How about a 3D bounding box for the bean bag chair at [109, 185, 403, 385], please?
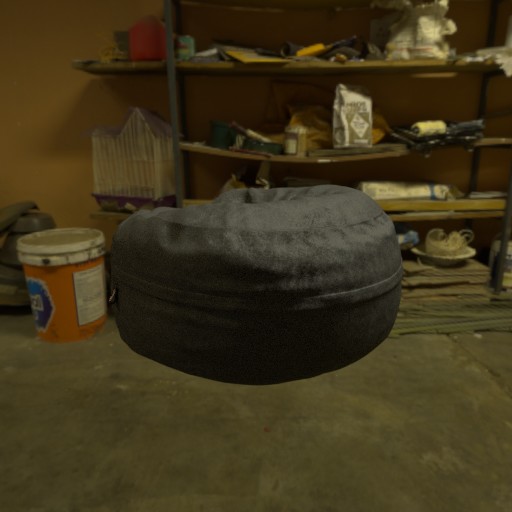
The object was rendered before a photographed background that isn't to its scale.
[{"bbox_3d":[0.000,0.000,2.395,1.525,0.751,1.525,0,15,0],"label":"bean bag chair"}]
